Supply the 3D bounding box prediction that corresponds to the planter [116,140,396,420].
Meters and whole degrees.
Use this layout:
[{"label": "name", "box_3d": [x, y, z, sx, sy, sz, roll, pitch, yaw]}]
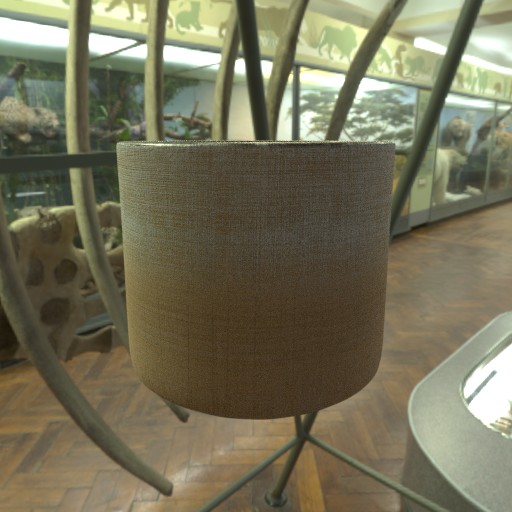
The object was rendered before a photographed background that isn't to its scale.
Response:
[{"label": "planter", "box_3d": [0.000, 0.000, 0.440, 0.254, 0.221, 0.254, 0, 15, 0]}]
